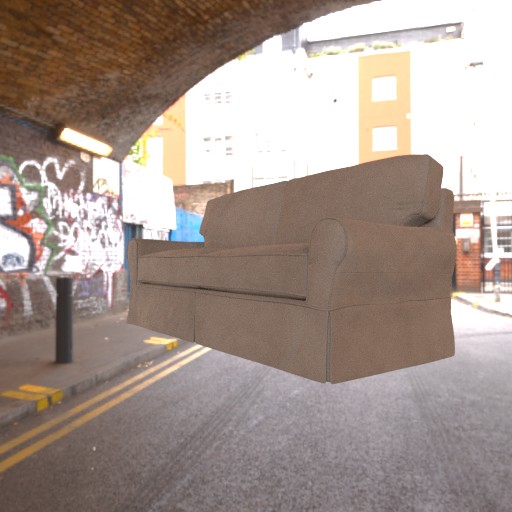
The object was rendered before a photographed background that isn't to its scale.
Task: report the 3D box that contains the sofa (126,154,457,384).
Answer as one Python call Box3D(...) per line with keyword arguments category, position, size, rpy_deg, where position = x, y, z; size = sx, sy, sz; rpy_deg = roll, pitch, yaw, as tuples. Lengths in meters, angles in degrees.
Box3D(category="sofa", position=(0.000, 0.000, 2.770), size=(0.900, 1.014, 2.246), rpy_deg=(0, -1, -37))
